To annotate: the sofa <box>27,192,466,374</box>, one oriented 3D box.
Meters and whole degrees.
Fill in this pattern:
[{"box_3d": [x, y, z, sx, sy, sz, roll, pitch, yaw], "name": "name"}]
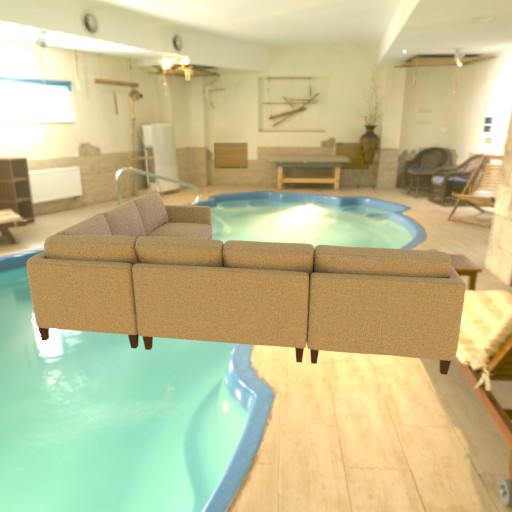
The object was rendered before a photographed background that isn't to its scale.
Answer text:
[{"box_3d": [0.000, 0.000, 4.638, 3.460, 0.959, 2.593, 3, 17, 9], "name": "sofa"}]
